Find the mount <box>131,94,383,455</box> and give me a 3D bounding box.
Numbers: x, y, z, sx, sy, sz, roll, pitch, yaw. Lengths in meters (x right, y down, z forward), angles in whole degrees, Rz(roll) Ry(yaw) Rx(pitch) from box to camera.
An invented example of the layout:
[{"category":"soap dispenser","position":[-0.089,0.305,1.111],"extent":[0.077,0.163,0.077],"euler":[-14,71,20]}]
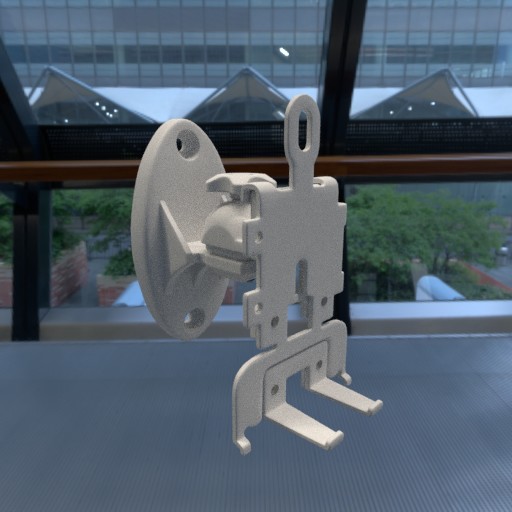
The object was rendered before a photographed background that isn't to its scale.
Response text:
[{"category":"mount","position":[0.000,0.000,0.176],"extent":[0.100,0.118,0.066],"euler":[13,19,43]}]
